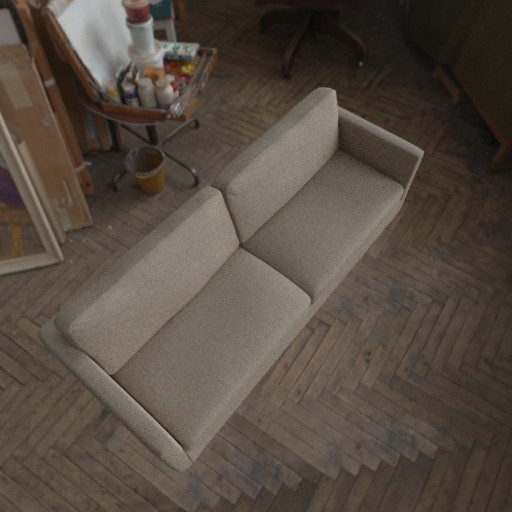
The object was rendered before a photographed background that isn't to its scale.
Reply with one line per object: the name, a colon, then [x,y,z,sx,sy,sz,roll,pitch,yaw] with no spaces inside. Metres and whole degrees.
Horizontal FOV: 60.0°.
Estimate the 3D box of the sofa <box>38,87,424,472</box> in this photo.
sofa: [0.000,0.000,2.809,0.951,0.965,2.434,35,65,20]
